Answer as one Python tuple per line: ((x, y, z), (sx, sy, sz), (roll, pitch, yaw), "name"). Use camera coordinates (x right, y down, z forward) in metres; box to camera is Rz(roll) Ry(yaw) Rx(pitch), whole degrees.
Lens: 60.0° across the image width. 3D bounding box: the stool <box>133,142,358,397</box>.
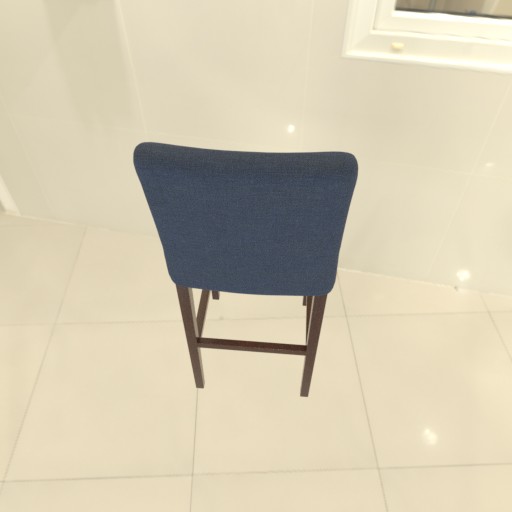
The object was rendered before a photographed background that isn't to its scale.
((0.000, 0.000, 1.359), (0.470, 1.078, 0.577), (4, 47, 3), "stool")
